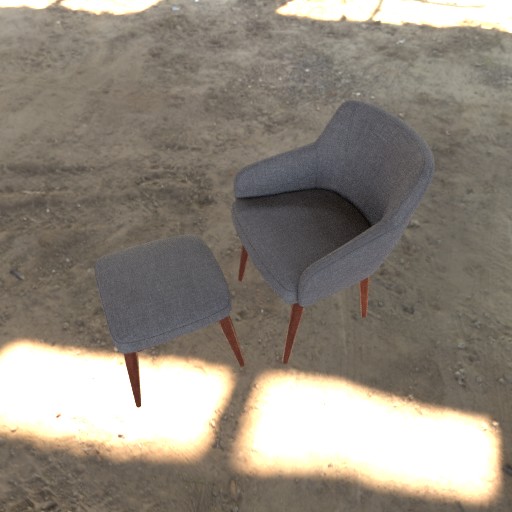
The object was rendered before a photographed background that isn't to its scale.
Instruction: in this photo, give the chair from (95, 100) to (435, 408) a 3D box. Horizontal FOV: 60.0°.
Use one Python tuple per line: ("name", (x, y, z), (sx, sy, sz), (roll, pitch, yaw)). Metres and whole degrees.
("chair", (0.000, 0.000, 1.585), (1.107, 0.799, 0.584), (-18, 50, -16))
